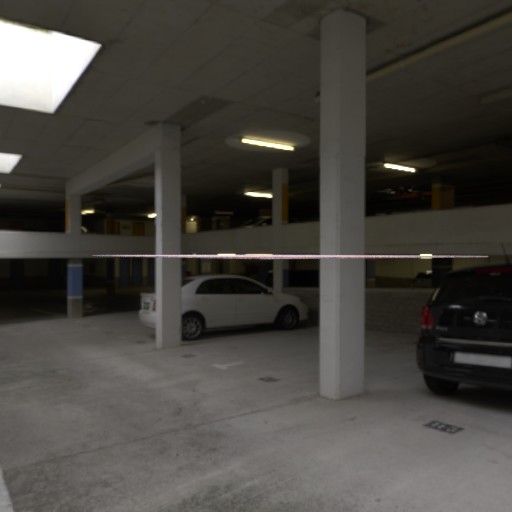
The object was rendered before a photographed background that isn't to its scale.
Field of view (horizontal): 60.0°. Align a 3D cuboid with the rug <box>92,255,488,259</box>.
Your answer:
[{"bbox_3d":[0.000,0.000,2.351,1.219,0.005,1.829,0,0,-35],"label":"rug"}]
